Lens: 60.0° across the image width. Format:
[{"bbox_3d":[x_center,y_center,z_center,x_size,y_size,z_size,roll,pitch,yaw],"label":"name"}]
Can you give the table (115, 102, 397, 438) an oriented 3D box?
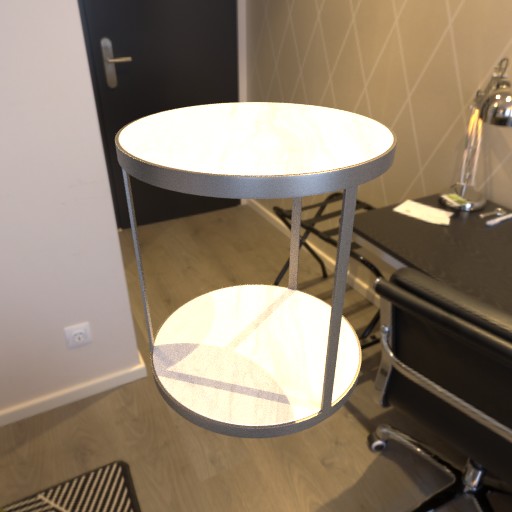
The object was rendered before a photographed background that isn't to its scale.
[{"bbox_3d":[0.000,0.000,0.844,0.445,0.479,0.445,0,30,0],"label":"table"}]
